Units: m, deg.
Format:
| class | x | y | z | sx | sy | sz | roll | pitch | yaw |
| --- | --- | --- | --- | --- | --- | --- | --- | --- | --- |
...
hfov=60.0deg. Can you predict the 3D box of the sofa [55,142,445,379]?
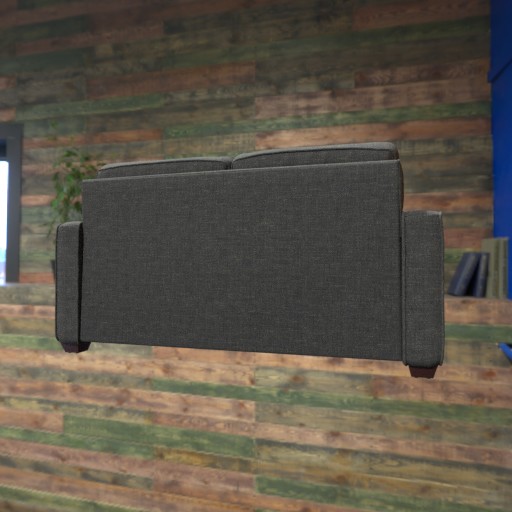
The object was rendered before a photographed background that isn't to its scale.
| class | x | y | z | sx | sy | sz | roll | pitch | yaw |
| --- | --- | --- | --- | --- | --- | --- | --- | --- | --- |
| sofa | 0.000 | 0.000 | 2.268 | 1.709 | 0.918 | 0.947 | 0 | -1 | 17 |
